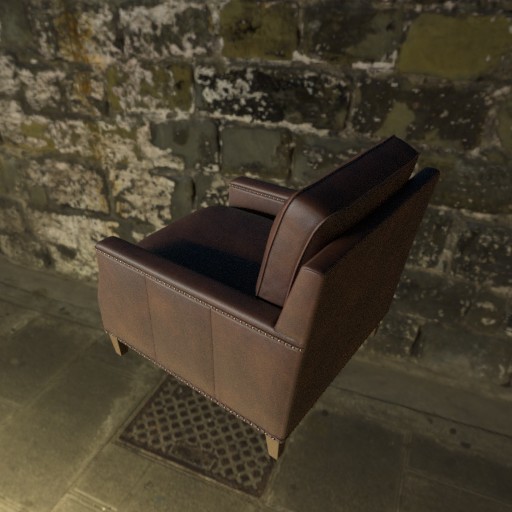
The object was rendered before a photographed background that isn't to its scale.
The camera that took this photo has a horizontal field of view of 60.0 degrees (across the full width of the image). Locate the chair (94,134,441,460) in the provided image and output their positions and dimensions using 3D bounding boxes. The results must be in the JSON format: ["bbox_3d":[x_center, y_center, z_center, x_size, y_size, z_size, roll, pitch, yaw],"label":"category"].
[{"bbox_3d":[0.000,0.000,1.718,1.014,0.929,0.853,21,37,31],"label":"chair"}]
